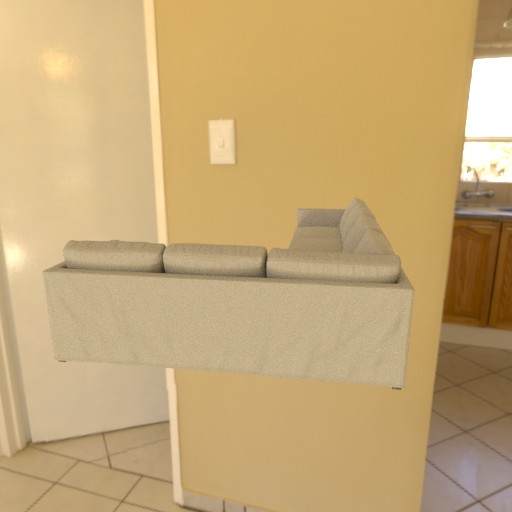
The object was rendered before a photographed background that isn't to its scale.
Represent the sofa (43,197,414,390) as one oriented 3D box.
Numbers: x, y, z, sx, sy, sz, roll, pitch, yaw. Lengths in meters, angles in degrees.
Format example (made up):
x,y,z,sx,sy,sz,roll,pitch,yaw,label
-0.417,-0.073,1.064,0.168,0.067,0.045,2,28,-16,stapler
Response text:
x,y,z,sx,sy,sz,roll,pitch,yaw,label
0.000,0.000,4.369,2.432,0.871,3.182,2,15,9,sofa
